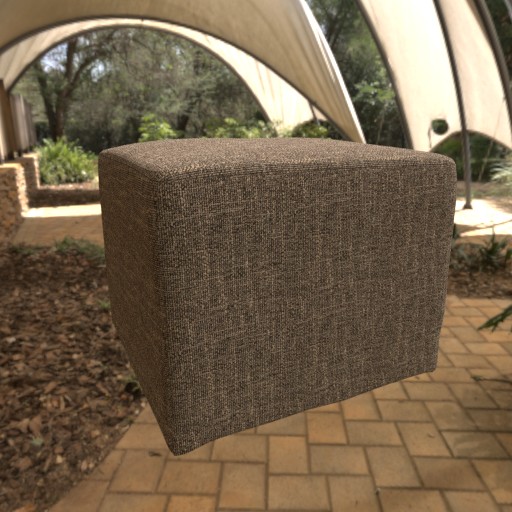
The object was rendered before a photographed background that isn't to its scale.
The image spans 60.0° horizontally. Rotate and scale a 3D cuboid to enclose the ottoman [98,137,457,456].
[{"bbox_3d":[0.000,0.000,0.881,0.521,0.453,0.512,-8,18,-25],"label":"ottoman"}]
